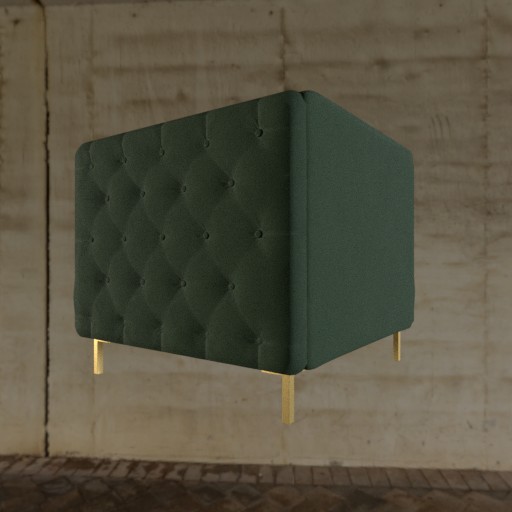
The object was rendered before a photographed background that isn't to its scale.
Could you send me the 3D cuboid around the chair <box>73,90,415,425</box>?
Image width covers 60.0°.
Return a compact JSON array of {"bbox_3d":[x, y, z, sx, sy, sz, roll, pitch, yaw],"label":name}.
[{"bbox_3d":[0.000,0.000,1.544,0.855,0.768,0.917,0,0,36],"label":"chair"}]
